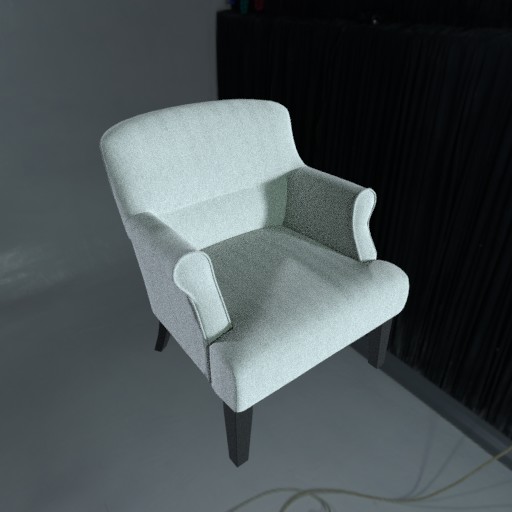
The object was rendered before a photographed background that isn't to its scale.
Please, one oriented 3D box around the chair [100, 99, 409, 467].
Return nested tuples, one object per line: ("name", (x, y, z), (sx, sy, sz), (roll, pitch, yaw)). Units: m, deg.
("chair", (0.000, 0.000, 1.484), (0.781, 0.875, 0.750), (-22, 37, -32))
